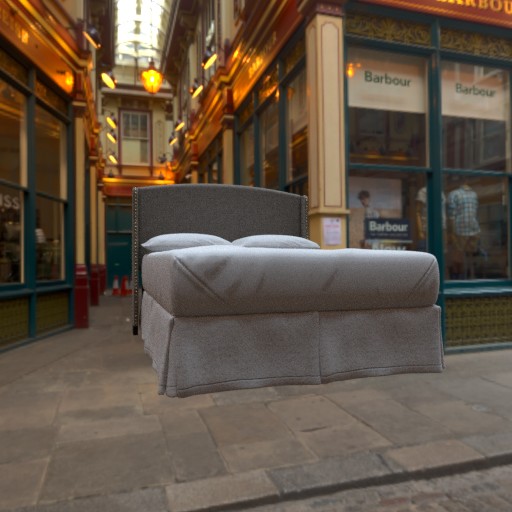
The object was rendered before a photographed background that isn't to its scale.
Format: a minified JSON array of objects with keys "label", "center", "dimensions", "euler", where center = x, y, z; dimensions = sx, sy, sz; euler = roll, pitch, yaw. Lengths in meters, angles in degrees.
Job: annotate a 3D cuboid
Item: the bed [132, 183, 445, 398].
[{"label":"bed","center":[0.000,0.000,3.354],"dimensions":[1.710,1.407,2.237],"euler":[0,0,-18]}]
